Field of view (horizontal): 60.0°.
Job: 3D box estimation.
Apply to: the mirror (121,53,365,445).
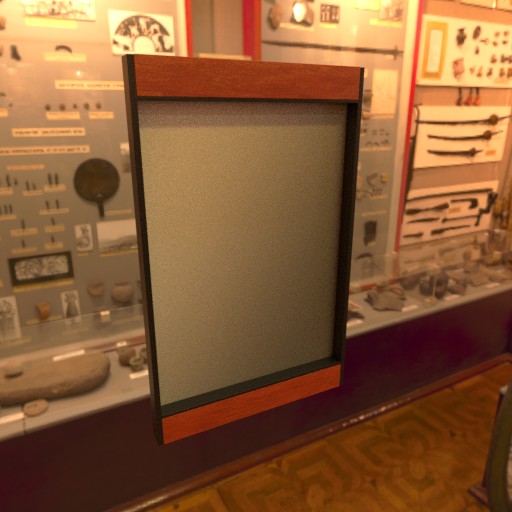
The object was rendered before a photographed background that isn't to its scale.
[{"bbox_3d":[0.000,0.000,1.022,0.525,0.823,0.047,-9,20,-26],"label":"mirror"}]
